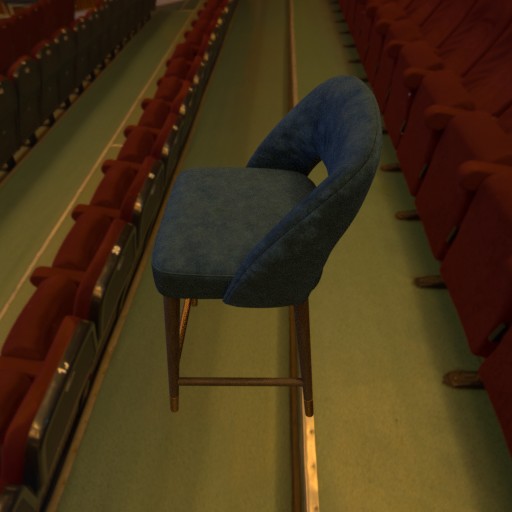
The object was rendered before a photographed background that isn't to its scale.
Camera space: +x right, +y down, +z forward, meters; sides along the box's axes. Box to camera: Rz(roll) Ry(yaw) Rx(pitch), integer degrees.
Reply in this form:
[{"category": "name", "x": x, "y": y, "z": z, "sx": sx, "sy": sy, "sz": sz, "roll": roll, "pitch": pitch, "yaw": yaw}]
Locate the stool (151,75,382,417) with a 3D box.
[{"category": "stool", "x": 0.000, "y": 0.000, "z": 1.250, "sx": 0.524, "sy": 0.925, "sz": 0.536, "roll": 1, "pitch": 42, "yaw": 2}]
